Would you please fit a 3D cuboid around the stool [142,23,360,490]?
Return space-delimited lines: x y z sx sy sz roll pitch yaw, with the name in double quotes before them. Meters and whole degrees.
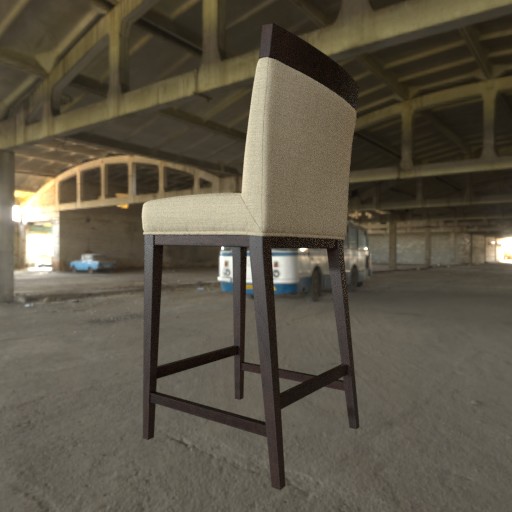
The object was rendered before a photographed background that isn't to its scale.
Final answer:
"stool" 0.000 0.000 1.391 0.531 1.117 0.511 0 1 36
